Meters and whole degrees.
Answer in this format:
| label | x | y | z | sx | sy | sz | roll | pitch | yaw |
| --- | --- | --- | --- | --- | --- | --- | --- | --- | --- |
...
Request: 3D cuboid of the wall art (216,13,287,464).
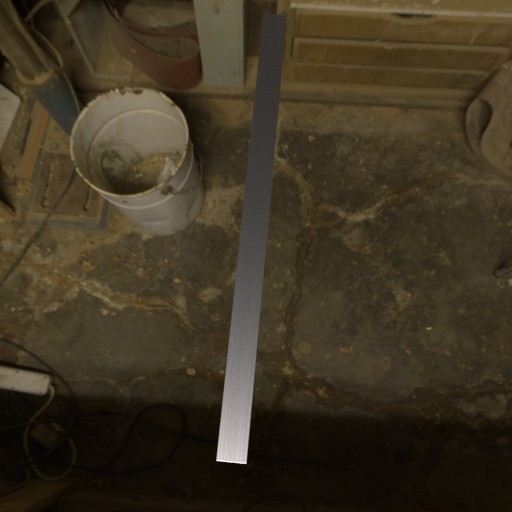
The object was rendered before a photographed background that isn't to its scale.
| label | x | y | z | sx | sy | sz | roll | pitch | yaw |
| --- | --- | --- | --- | --- | --- | --- | --- | --- | --- |
| wall art | 0.000 | 0.000 | 0.749 | 0.032 | 0.456 | 0.557 | 5 | 76 | 1 |
